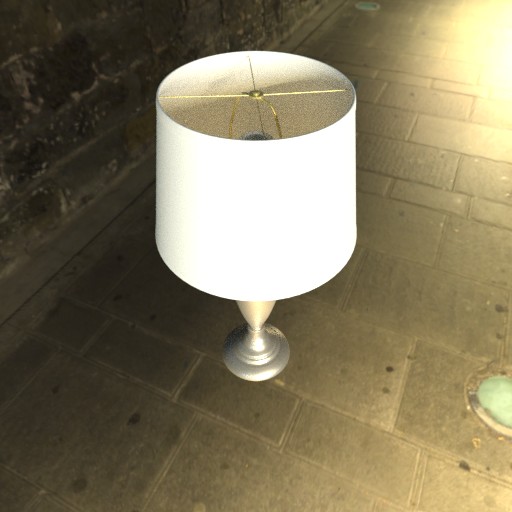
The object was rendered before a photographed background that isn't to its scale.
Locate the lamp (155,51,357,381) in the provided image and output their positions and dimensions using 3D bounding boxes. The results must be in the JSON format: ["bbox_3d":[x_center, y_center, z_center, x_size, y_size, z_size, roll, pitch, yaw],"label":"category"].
[{"bbox_3d":[0.000,0.000,0.787,0.328,0.612,0.328,0,45,0],"label":"lamp"}]
